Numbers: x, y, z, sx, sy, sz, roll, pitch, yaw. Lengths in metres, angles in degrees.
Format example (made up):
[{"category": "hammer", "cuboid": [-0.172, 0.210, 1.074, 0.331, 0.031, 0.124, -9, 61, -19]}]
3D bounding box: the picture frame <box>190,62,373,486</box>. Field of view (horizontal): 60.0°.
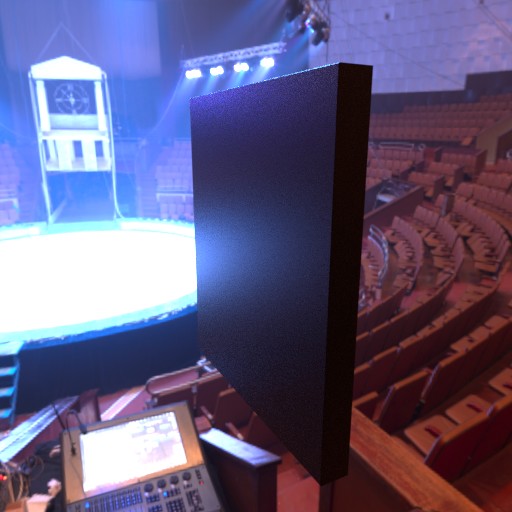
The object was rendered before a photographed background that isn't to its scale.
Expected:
[{"category": "picture frame", "cuboid": [0.000, 0.000, 0.526, 0.034, 0.378, 0.328, -8, 16, -27]}]
